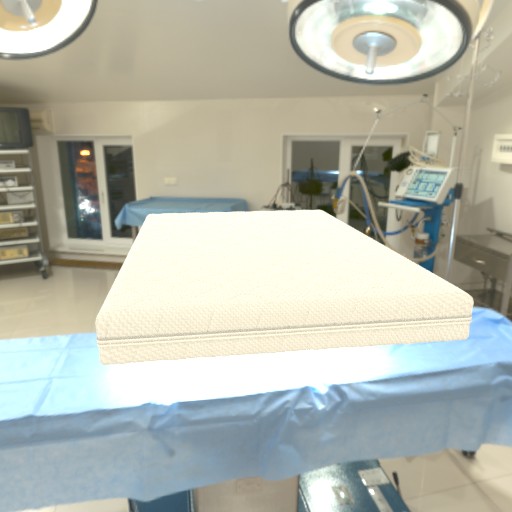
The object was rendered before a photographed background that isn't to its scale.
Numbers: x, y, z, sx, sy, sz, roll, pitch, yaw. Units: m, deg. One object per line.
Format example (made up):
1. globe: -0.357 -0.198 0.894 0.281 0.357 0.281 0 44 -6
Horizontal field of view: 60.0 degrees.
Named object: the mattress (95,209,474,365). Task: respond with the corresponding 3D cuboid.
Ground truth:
1. mattress: 0.000 0.000 2.556 1.400 0.200 2.000 -2 16 -8
